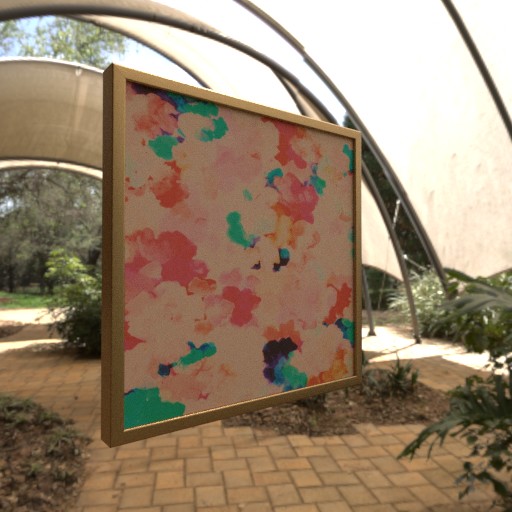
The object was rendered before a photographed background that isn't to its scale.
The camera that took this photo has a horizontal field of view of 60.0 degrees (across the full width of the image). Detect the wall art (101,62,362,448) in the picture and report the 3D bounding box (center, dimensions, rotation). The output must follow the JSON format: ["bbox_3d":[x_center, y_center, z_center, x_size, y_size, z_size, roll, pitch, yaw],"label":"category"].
[{"bbox_3d":[0.000,0.000,0.754,0.510,0.509,0.037,1,-1,-38],"label":"wall art"}]
